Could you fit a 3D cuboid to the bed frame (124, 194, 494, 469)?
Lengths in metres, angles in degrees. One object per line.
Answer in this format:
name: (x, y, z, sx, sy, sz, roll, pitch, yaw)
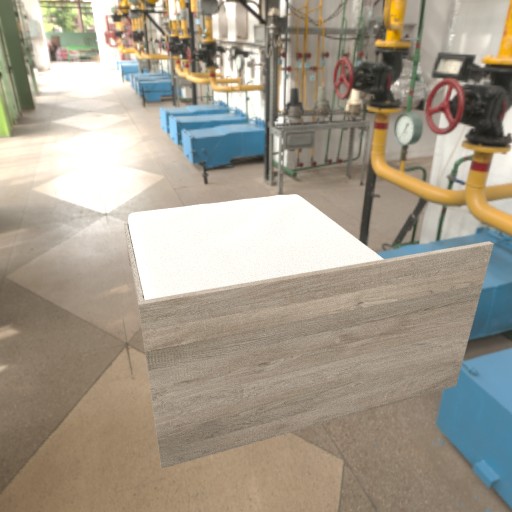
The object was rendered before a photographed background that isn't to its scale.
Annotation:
bed frame: (0.000, 0.000, 2.691, 1.490, 0.800, 1.950, -9, 28, -17)
